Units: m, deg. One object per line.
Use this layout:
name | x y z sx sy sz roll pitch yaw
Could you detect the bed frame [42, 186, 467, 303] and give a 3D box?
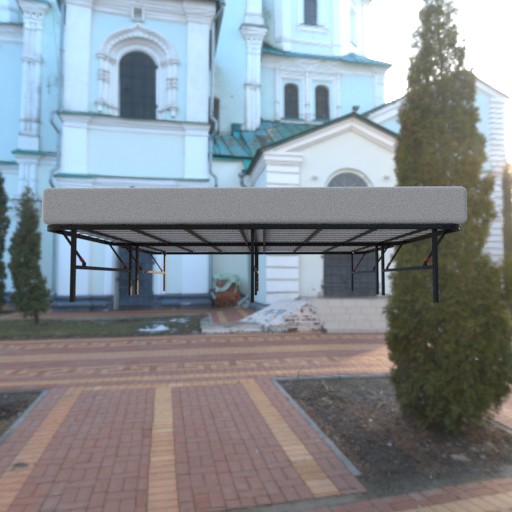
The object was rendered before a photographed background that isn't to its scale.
bed frame | 0.000 0.000 3.000 1.935 0.525 2.033 0 -3 1
